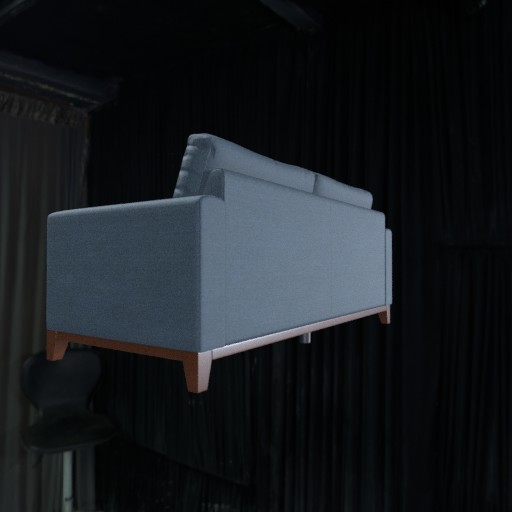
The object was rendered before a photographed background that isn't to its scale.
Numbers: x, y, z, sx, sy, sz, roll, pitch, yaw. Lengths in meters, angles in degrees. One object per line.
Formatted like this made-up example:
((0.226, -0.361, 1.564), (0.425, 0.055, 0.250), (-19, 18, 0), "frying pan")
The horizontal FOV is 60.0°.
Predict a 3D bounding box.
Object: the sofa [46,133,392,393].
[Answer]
((0.000, 0.000, 2.378), (0.877, 0.865, 1.900), (0, -1, 34), "sofa")
